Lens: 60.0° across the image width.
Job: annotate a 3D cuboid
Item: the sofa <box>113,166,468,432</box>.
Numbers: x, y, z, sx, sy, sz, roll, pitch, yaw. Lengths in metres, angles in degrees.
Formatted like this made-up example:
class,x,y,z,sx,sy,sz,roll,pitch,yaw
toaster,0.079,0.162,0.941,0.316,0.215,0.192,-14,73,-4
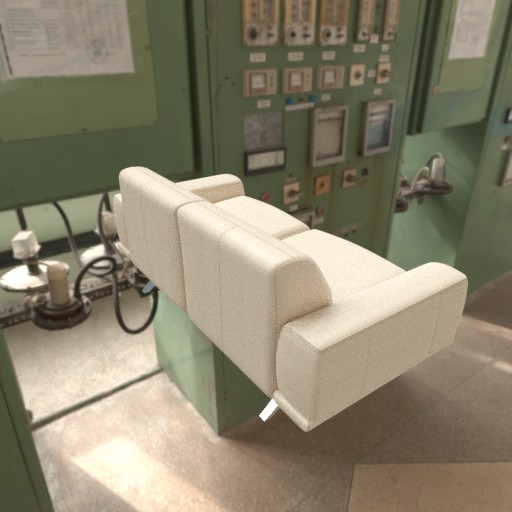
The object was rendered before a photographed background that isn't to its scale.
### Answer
class,x,y,z,sx,sy,sz,roll,pitch,yaw
sofa,0.000,0.000,2.368,0.900,0.772,1.901,-18,31,-31
